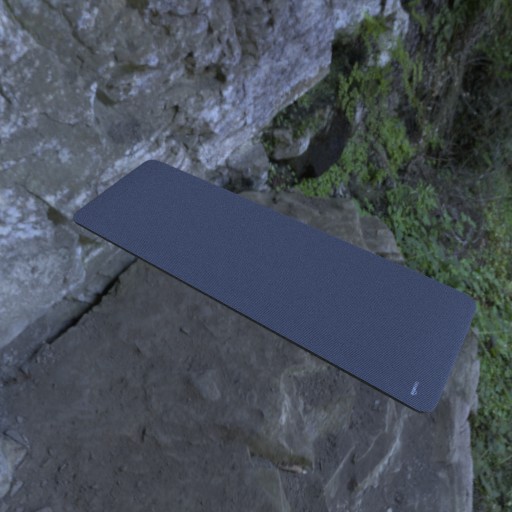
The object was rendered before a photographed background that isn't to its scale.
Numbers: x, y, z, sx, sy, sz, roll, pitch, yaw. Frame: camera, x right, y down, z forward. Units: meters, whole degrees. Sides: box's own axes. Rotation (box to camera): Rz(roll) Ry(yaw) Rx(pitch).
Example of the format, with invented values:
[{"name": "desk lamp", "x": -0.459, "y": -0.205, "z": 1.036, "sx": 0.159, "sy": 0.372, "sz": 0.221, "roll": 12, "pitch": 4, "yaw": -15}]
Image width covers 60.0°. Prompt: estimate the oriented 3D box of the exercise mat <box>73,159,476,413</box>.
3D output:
[{"name": "exercise mat", "x": 0.000, "y": 0.000, "z": 2.071, "sx": 1.884, "sy": 0.021, "sz": 0.616, "roll": 26, "pitch": 53, "yaw": 22}]
